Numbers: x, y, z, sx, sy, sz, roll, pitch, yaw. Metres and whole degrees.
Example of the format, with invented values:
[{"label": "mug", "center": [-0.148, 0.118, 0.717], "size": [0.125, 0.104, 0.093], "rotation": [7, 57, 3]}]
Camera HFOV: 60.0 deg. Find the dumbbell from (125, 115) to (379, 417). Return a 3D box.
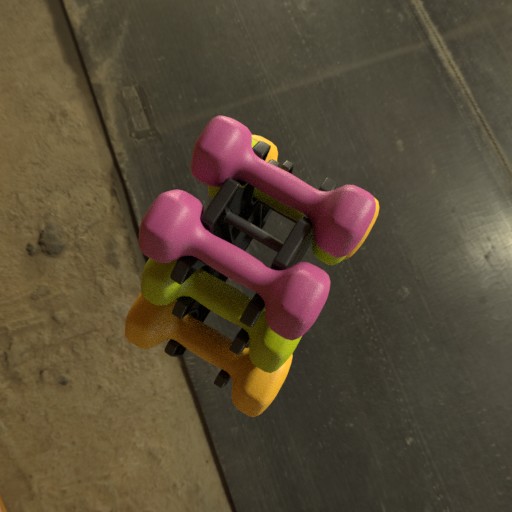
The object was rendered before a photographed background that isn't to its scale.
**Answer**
[{"label": "dumbbell", "center": [0.000, 0.000, 0.470], "size": [0.190, 0.271, 0.300], "rotation": [31, 79, 7]}]
